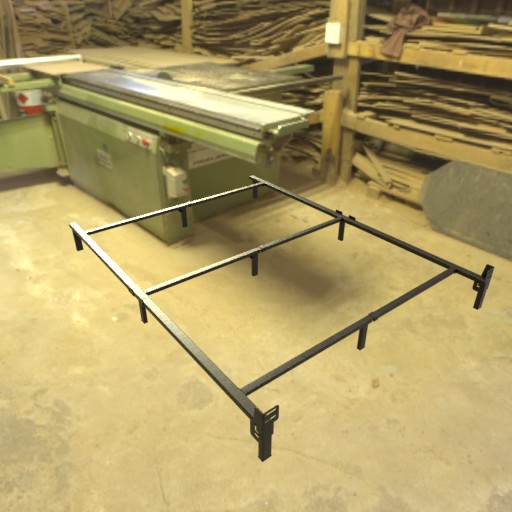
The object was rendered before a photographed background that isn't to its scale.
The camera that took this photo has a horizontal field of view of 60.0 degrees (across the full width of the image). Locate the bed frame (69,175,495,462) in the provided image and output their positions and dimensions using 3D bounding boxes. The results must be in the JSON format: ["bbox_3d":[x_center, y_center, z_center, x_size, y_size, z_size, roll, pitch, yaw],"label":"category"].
[{"bbox_3d":[0.000,0.000,2.571,1.498,0.248,1.990,-21,36,-32],"label":"bed frame"}]
